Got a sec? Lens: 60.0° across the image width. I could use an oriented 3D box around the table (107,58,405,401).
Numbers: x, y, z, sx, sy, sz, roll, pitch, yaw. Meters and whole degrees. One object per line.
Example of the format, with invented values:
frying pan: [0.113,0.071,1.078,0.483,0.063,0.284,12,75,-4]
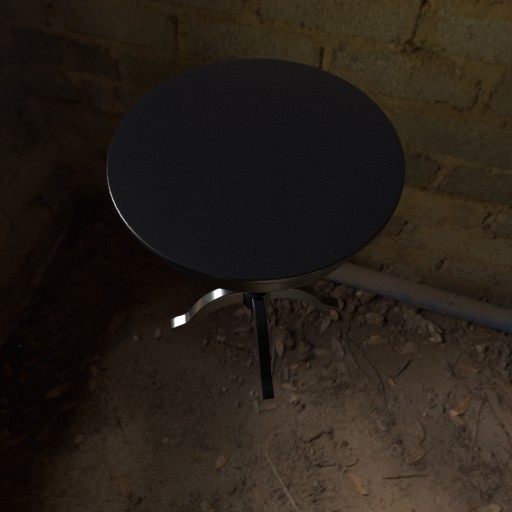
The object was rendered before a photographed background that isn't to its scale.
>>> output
table: [0.000,0.000,1.000,0.481,0.665,0.481,0,59,0]
